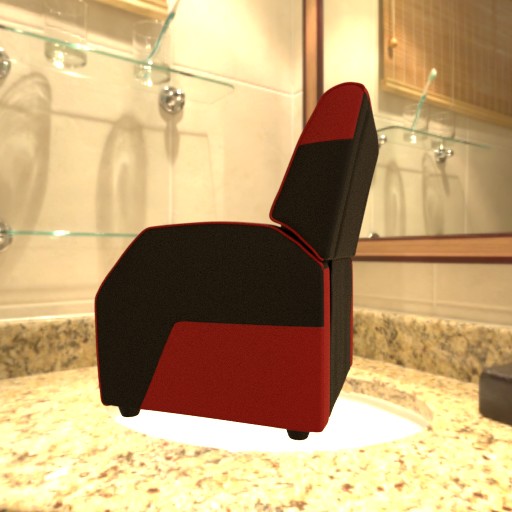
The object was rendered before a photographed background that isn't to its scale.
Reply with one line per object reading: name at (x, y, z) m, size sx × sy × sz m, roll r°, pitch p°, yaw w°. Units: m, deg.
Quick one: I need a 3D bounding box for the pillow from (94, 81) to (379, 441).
pillow at (0.000, 0.000, 1.295) m, size 0.672 × 0.805 × 0.620 m, roll 0°, pitch 1°, yaw 18°
